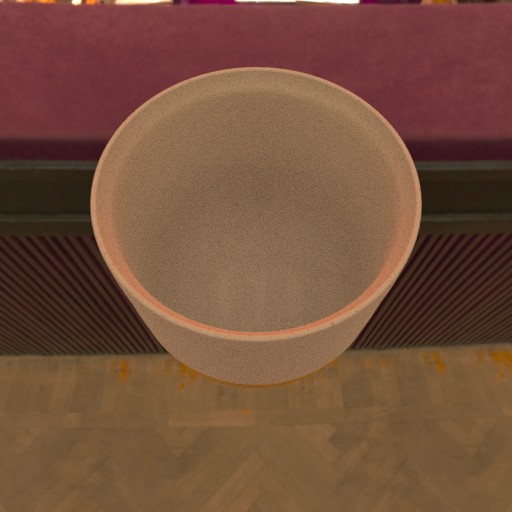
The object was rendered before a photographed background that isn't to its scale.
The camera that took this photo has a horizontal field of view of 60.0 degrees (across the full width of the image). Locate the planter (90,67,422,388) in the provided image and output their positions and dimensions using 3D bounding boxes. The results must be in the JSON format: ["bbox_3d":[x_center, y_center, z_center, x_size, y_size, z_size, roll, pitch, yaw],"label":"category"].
[{"bbox_3d":[0.000,0.000,0.479,0.268,0.270,0.268,0,63,0],"label":"planter"}]
